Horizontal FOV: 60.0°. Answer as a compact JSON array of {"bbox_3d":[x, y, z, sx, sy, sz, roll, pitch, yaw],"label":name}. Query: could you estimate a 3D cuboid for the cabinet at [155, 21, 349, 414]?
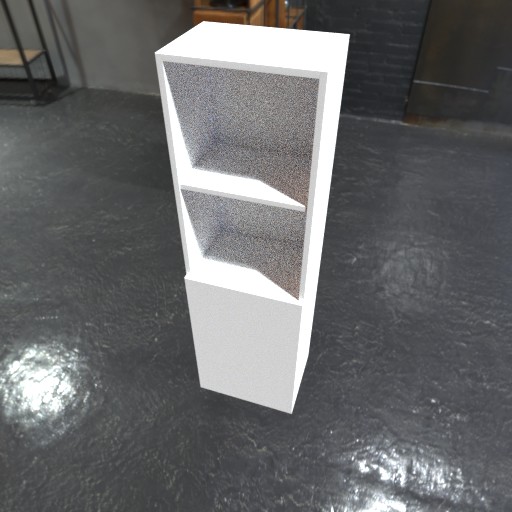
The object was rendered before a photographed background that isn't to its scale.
[{"bbox_3d":[0.000,0.000,1.506,0.400,1.350,0.300,12,43,13],"label":"cabinet"}]
